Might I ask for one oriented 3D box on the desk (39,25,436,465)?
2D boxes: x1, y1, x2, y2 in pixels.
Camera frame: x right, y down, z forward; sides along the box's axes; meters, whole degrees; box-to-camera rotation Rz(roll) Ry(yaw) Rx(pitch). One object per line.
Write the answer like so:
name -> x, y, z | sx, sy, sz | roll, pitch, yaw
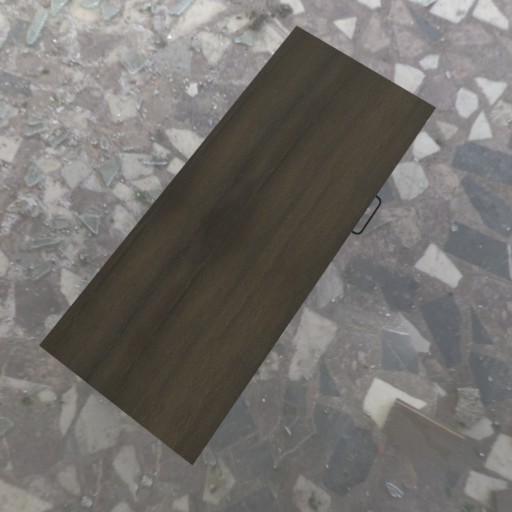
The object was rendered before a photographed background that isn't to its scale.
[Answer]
desk -> 0.000, 0.000, 1.529 | 0.511, 0.752, 1.134 | 34, 79, 8
